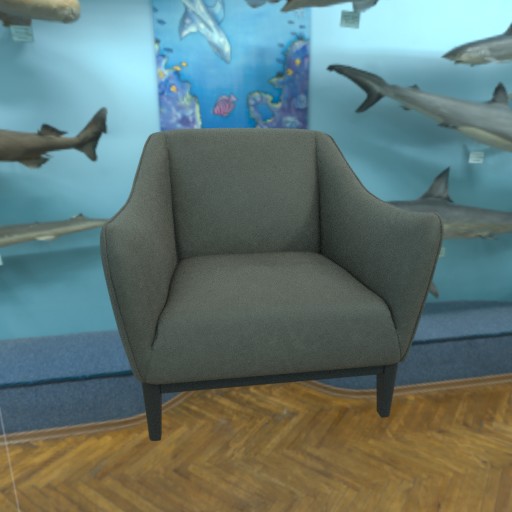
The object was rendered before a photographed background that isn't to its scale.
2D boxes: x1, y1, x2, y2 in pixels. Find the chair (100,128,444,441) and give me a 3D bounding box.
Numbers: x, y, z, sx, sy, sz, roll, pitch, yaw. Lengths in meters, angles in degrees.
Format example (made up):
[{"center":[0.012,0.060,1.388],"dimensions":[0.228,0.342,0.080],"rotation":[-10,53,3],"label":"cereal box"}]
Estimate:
[{"center":[0.000,0.000,1.506],"dimensions":[0.871,0.830,0.852],"rotation":[-3,17,-8],"label":"chair"}]
